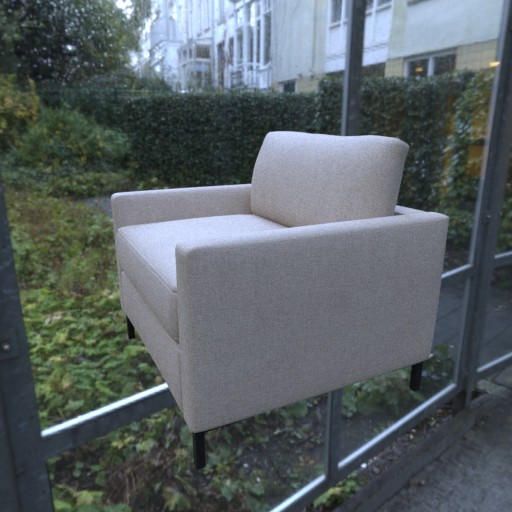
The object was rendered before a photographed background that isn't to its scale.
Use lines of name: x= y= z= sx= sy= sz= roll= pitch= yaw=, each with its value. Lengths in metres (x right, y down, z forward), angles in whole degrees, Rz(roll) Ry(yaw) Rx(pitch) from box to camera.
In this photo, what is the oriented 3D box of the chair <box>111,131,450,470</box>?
chair: x=0.000 y=0.000 z=1.609 sx=0.866 sy=0.861 sz=0.963 roll=-8 pitch=18 yaw=-26
